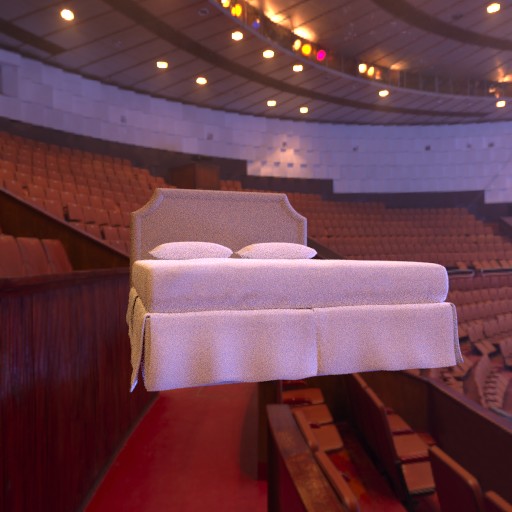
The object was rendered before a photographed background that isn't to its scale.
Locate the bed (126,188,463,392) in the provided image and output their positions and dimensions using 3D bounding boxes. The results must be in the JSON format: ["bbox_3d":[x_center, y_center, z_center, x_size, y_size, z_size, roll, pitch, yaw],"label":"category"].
[{"bbox_3d":[0.000,0.000,4.159,2.350,1.590,2.773,0,0,-17],"label":"bed"}]
